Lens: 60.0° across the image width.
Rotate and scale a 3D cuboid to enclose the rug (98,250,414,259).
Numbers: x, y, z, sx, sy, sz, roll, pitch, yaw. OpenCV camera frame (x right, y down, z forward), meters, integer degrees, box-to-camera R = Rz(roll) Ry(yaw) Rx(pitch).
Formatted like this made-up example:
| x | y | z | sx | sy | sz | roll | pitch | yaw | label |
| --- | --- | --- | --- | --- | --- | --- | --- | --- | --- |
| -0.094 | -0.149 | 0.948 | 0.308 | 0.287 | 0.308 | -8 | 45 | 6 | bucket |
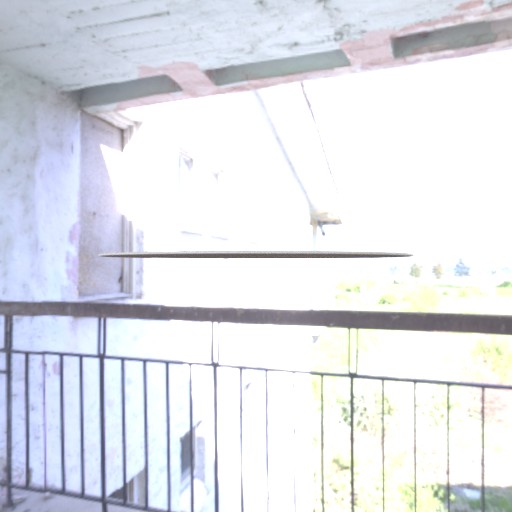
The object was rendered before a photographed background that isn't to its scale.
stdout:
| x | y | z | sx | sy | sz | roll | pitch | yaw | label |
| --- | --- | --- | --- | --- | --- | --- | --- | --- | --- |
| 0.000 | 0.000 | 2.373 | 1.593 | 0.012 | 1.593 | 0 | -1 | 0 | rug |
